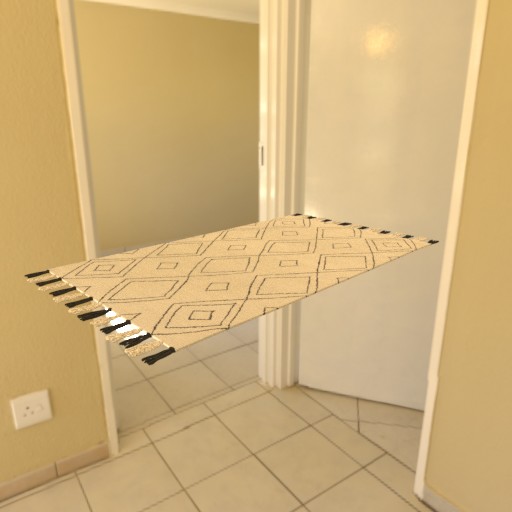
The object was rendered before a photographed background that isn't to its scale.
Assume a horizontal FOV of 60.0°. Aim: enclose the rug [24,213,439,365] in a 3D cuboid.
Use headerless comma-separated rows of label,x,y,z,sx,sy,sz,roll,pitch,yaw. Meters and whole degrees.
rug,0.000,0.000,3.240,2.755,0.021,1.524,-16,24,-42
